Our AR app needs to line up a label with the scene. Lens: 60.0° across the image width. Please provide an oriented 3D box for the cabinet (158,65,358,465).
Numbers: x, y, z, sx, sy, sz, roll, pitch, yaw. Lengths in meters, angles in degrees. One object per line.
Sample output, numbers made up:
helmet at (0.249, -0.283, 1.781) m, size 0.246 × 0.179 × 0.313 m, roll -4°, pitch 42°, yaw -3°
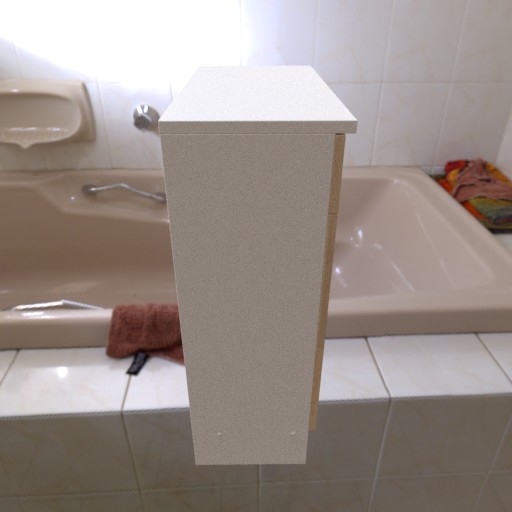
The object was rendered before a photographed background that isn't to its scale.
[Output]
cabinet at (0.000, 0.000, 1.119) m, size 0.296 × 0.815 × 0.600 m, roll 0°, pitch 30°, yaw -1°
